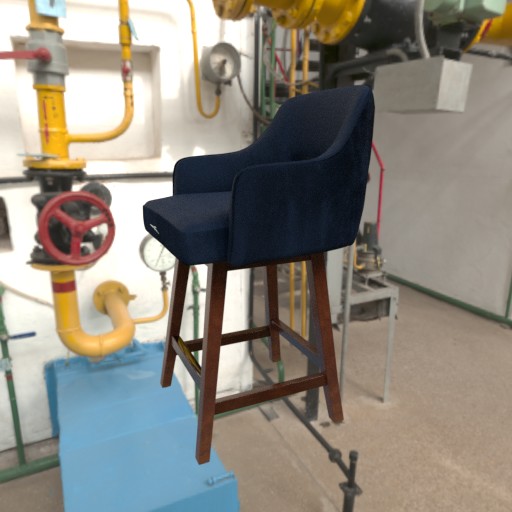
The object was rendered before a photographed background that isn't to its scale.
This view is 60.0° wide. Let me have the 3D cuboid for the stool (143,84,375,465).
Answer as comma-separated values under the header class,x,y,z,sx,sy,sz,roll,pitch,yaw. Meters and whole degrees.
class,x,y,z,sx,sy,sz,roll,pitch,yaw
stool,0.000,0.000,1.286,0.560,0.940,0.550,-7,16,-24
